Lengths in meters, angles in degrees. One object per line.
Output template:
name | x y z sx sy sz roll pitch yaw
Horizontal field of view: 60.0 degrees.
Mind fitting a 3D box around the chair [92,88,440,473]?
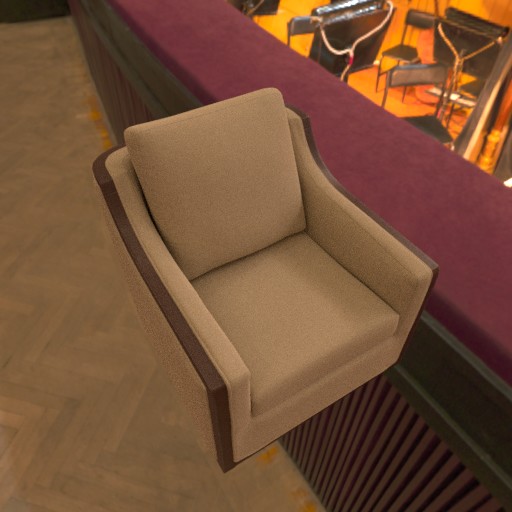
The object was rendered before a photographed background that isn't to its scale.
chair | 0.000 0.000 1.637 0.870 0.930 0.950 -24 50 -21
